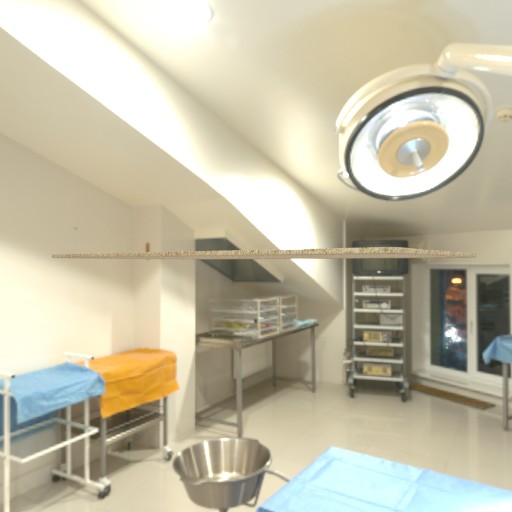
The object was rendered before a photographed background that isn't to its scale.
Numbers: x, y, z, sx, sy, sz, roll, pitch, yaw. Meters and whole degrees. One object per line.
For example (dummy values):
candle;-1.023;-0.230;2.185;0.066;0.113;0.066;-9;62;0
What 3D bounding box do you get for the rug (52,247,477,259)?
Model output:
rug;0.000;0.000;2.875;2.349;0.025;1.500;-1;-1;37
